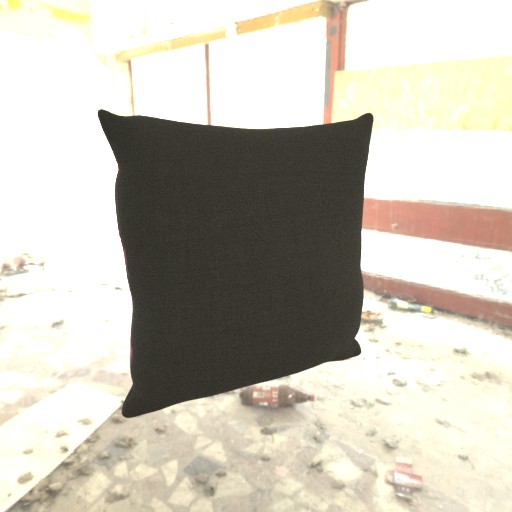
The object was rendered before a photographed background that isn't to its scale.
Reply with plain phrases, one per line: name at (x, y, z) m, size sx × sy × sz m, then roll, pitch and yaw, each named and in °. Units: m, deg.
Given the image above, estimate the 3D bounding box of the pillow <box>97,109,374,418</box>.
pillow at (0.000, 0.000, 0.787) m, size 0.503 × 0.496 × 0.208 m, roll -7°, pitch 16°, yaw -26°
